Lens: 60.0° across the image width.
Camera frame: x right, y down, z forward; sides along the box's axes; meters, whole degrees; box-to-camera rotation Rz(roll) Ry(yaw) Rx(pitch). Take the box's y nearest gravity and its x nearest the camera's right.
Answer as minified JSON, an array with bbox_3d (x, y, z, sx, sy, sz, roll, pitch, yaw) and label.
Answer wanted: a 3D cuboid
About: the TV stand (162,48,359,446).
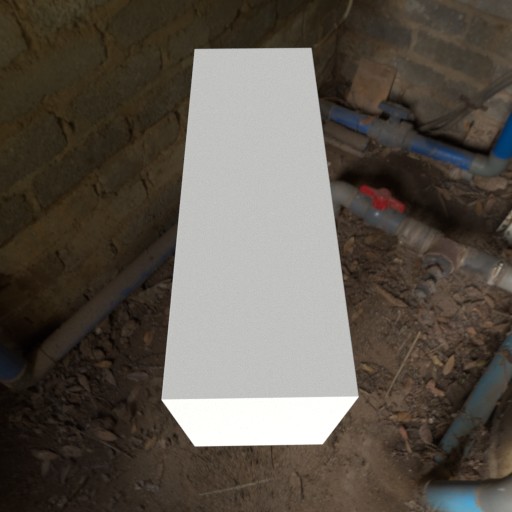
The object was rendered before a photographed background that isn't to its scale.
[{"bbox_3d":[0.000,0.000,1.570,0.406,0.812,1.193,-1,58,0],"label":"TV stand"}]
